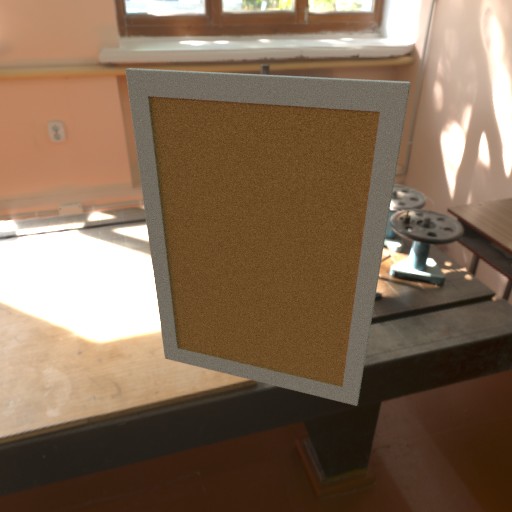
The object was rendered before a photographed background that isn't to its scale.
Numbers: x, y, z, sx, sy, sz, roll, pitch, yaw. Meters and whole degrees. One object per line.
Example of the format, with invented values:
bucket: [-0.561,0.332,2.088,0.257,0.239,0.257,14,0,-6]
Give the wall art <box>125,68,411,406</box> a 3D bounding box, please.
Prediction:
wall art: [0.000,0.000,0.693,0.374,0.529,0.012,9,31,16]
